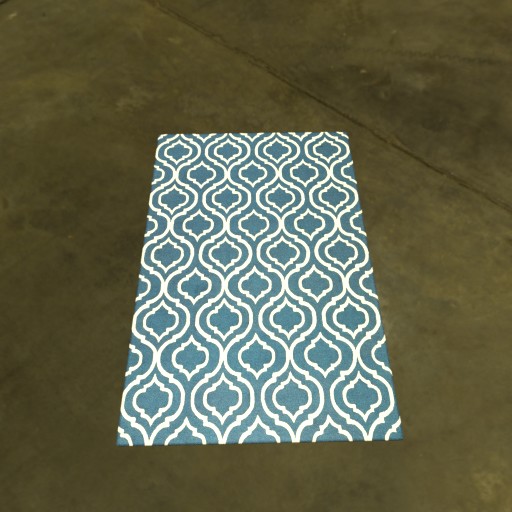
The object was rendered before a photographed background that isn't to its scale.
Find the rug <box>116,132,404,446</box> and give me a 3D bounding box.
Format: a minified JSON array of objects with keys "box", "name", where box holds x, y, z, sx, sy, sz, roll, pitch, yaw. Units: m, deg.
[{"box":[0.000,0.000,2.221,1.143,0.010,1.753,-1,58,-1],"name":"rug"}]
